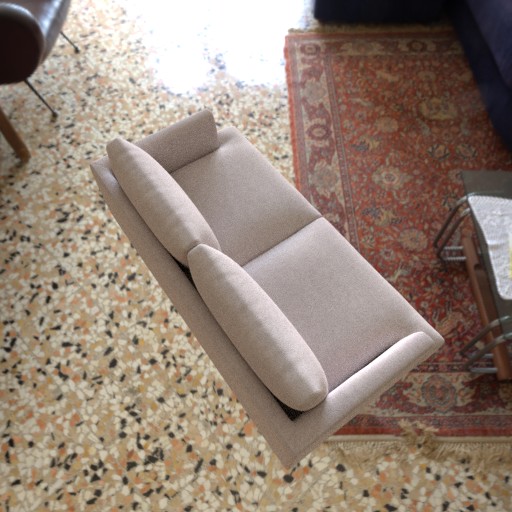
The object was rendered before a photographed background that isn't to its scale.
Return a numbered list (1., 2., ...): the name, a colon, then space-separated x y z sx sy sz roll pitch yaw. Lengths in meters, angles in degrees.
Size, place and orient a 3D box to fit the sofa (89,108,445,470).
1. sofa: 0.000 0.000 2.501 1.020 0.868 1.948 -32 64 -18
